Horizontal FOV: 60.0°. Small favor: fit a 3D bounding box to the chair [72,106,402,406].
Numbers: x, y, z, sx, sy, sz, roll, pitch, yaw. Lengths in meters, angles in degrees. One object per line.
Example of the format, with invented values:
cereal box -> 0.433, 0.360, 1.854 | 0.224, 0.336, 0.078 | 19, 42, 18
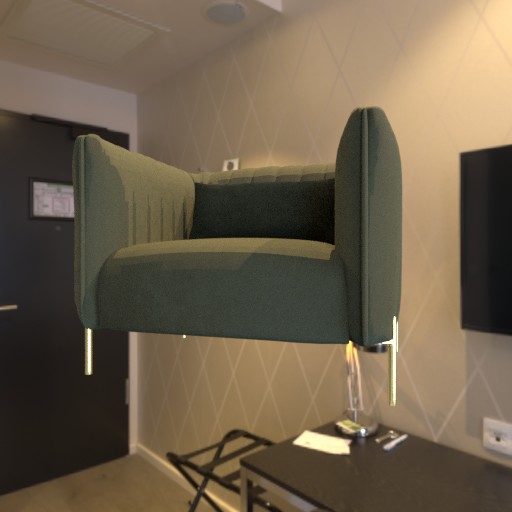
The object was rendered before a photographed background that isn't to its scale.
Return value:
chair -> 0.000, 0.000, 1.648 | 1.032, 0.794, 0.877 | 0, 0, 18
